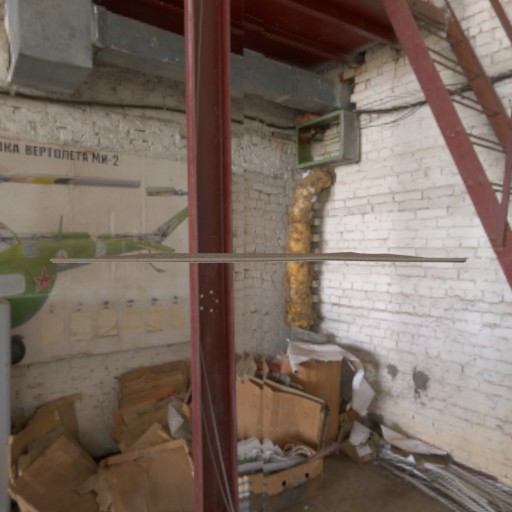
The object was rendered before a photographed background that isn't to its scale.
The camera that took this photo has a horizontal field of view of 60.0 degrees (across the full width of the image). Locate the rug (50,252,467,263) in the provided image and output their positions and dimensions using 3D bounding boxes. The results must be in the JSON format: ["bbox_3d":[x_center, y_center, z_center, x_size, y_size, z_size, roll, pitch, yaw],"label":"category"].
[{"bbox_3d":[0.000,0.000,4.029,2.399,0.054,3.011,0,1,0],"label":"rug"}]
